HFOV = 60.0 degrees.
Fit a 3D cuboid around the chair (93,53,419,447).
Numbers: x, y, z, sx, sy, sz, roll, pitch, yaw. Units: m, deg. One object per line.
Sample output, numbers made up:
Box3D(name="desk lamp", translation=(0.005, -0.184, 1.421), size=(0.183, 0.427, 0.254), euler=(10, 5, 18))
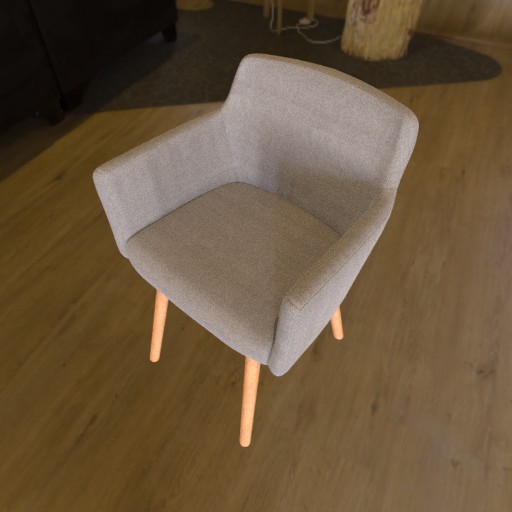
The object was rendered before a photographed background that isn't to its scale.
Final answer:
Box3D(name="chair", translation=(0.000, 0.000, 1.114), size=(0.570, 0.780, 0.540), euler=(33, 55, 27))
